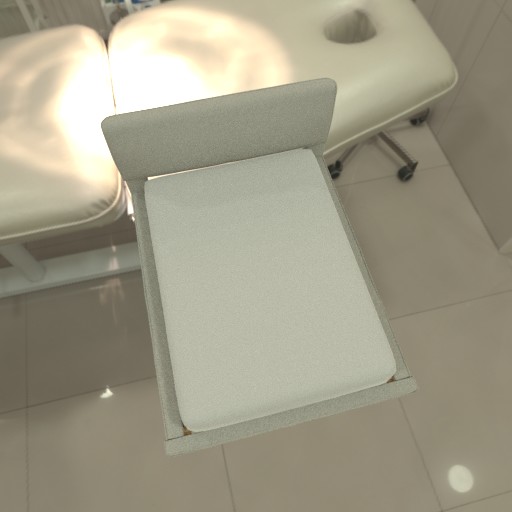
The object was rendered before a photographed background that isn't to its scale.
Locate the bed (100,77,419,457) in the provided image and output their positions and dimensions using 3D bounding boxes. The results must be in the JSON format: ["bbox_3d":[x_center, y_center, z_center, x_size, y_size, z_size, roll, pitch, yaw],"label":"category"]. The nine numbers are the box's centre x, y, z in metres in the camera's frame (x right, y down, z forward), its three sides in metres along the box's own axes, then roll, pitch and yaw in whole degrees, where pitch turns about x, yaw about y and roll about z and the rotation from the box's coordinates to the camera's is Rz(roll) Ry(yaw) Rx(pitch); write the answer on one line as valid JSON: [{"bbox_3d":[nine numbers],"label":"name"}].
[{"bbox_3d":[0.000,0.000,3.345,1.840,1.067,2.368,-12,63,-6],"label":"bed"}]
